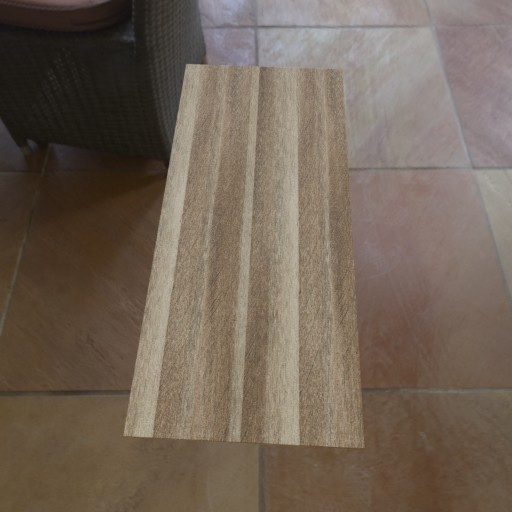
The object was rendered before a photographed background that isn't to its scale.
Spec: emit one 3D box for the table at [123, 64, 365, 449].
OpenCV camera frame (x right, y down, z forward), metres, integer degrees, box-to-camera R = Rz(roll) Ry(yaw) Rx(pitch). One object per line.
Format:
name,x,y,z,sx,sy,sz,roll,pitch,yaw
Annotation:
table,0.000,0.000,1.362,0.493,0.480,1.095,2,63,1
